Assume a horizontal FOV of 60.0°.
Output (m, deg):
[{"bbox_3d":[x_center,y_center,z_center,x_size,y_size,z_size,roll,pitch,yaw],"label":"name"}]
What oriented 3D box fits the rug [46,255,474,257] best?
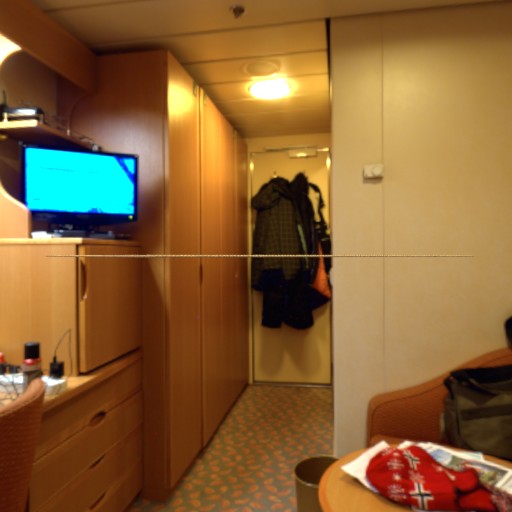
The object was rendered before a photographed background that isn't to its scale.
[{"bbox_3d":[0.000,0.000,3.996,3.034,0.012,2.406,0,0,-36],"label":"rug"}]
